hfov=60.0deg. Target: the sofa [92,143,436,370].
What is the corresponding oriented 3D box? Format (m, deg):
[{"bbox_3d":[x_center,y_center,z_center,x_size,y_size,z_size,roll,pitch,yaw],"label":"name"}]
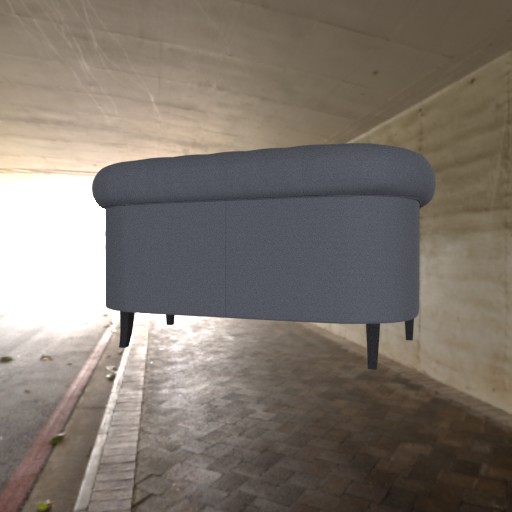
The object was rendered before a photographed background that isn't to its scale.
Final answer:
[{"bbox_3d":[0.000,0.000,2.060,1.558,0.827,0.835,0,1,20],"label":"sofa"}]
